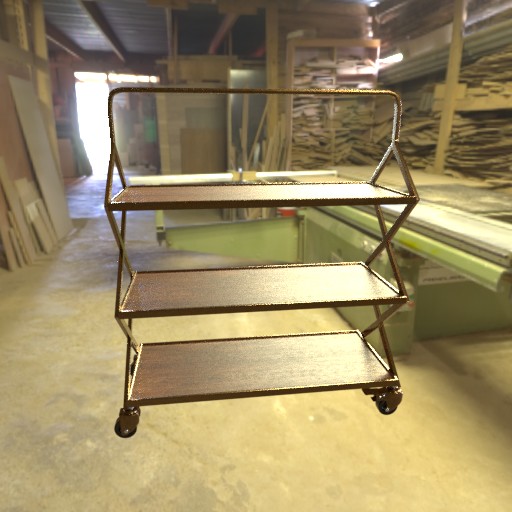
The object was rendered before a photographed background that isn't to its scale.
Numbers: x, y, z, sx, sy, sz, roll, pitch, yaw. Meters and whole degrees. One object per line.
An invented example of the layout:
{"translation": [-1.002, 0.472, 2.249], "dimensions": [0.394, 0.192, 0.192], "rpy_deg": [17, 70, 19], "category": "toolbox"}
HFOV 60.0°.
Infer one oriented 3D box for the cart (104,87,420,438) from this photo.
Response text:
{"translation": [0.000, 0.000, 1.139], "dimensions": [0.723, 0.805, 0.313], "rpy_deg": [-2, 16, -8], "category": "cart"}
